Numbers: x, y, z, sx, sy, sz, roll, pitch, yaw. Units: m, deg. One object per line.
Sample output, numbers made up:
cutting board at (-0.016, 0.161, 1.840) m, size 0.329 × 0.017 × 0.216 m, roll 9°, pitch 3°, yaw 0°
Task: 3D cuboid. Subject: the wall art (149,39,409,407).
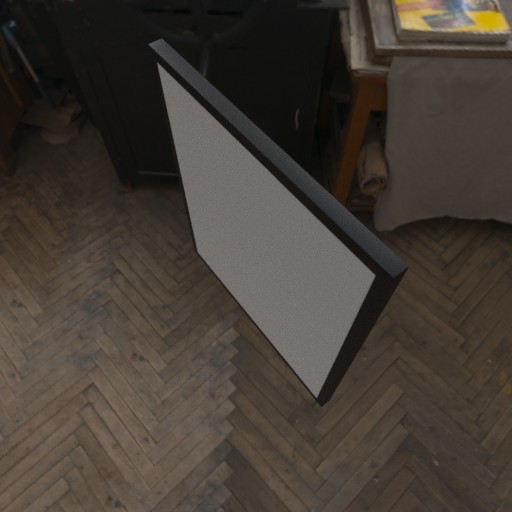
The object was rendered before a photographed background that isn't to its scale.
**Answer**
wall art at (0.000, 0.000, 0.703) m, size 0.021 × 0.509 × 0.430 m, roll -33°, pitch 64°, yaw -18°
